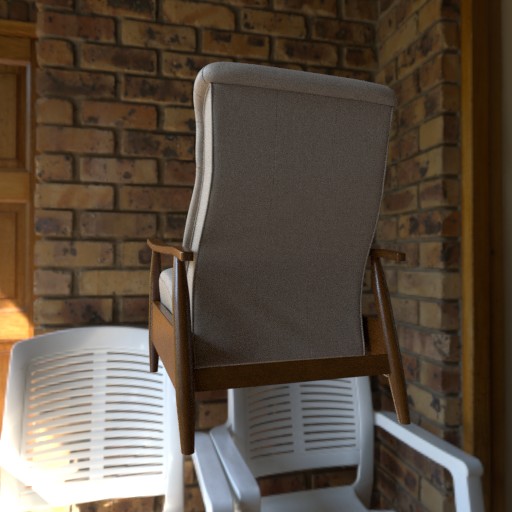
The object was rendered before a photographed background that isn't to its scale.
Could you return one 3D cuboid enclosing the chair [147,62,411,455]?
[{"bbox_3d":[0.000,0.000,1.762,0.762,1.082,1.030,0,-1,-19],"label":"chair"}]
